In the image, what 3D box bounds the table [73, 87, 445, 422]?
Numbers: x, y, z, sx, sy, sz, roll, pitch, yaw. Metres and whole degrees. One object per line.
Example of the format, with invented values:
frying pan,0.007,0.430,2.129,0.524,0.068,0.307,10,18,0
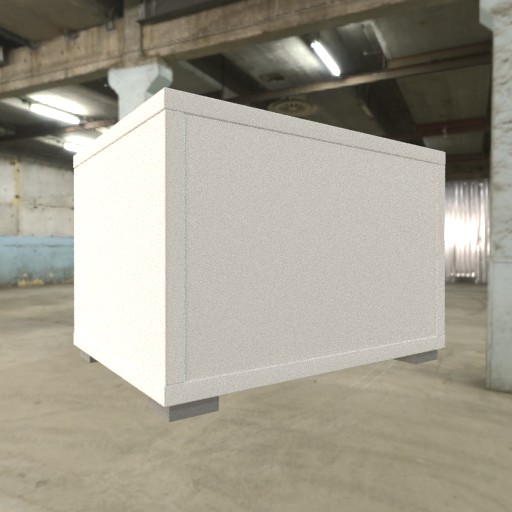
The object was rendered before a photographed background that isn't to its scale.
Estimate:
table,0.000,0.000,0.777,0.517,0.357,0.399,0,0,-35
